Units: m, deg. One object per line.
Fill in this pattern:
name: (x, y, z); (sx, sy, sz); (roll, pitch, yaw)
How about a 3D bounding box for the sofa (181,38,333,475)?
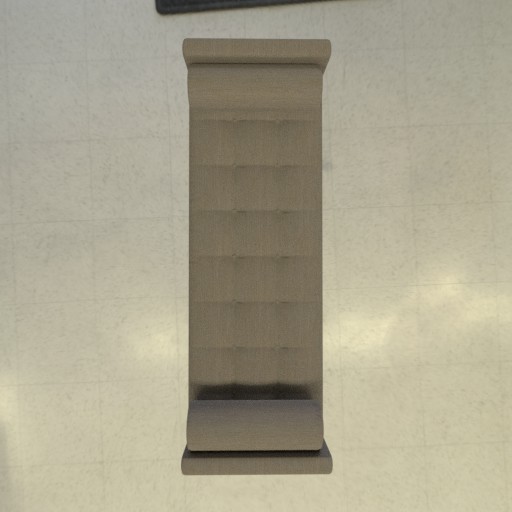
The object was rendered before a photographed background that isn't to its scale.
sofa: (0.000, 0.000, 2.301); (0.686, 0.635, 1.981); (0, 89, -1)
